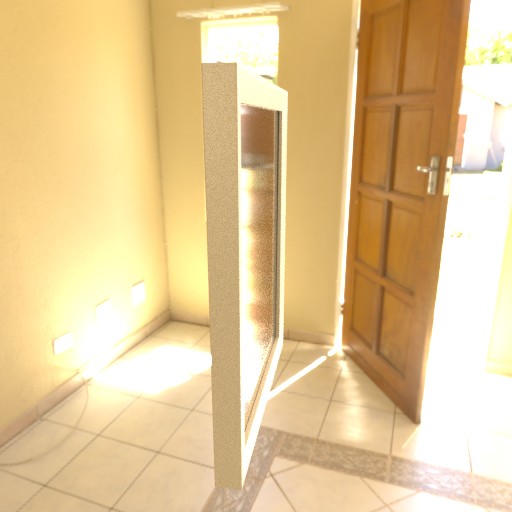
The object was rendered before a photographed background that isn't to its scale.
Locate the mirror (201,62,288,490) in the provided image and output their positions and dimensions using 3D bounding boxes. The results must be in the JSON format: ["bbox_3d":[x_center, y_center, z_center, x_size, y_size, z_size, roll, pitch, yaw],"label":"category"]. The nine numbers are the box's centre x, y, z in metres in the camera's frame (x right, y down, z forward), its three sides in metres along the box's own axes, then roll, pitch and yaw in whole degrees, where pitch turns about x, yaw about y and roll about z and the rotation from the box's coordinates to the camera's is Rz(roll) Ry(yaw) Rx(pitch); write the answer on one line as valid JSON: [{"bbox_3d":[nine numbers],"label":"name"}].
[{"bbox_3d":[0.000,0.000,0.691,0.041,0.508,0.405,3,17,10],"label":"mirror"}]
